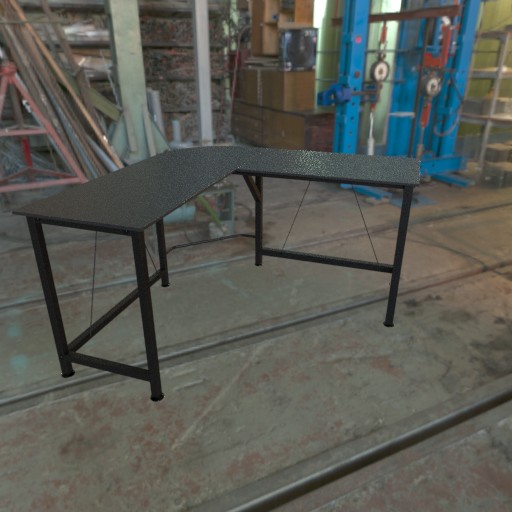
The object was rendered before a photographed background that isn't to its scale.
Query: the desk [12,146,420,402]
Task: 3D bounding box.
[{"bbox_3d":[0.000,0.000,2.166,1.400,0.762,1.400,8,26,17],"label":"desk"}]
